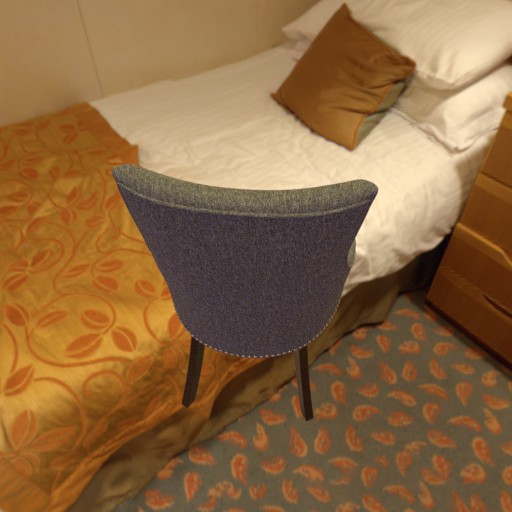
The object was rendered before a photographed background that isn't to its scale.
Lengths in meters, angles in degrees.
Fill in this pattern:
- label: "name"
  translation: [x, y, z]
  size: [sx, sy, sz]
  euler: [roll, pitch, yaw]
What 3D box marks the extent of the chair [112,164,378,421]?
- label: "chair"
  translation: [0.000, 0.000, 1.319]
  size: [0.566, 0.909, 0.629]
  euler: [5, 46, 5]
